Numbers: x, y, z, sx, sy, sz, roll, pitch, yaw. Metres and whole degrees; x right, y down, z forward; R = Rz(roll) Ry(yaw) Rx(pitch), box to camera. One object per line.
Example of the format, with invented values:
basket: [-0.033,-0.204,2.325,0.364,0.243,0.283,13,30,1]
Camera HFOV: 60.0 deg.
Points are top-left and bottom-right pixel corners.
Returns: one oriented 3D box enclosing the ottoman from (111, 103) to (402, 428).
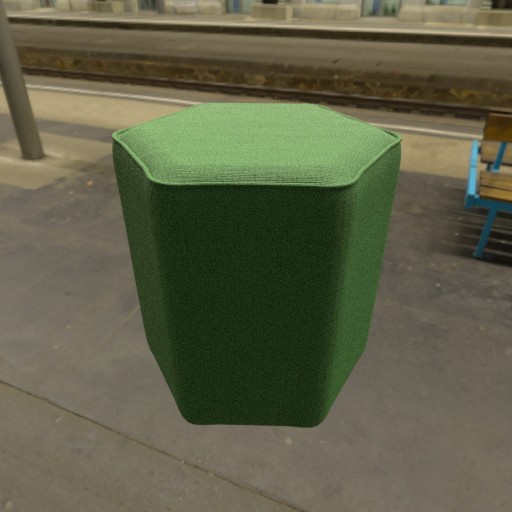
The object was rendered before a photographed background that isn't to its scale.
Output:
ottoman: [0.000,0.000,0.878,0.499,0.507,0.444,1,32,1]
